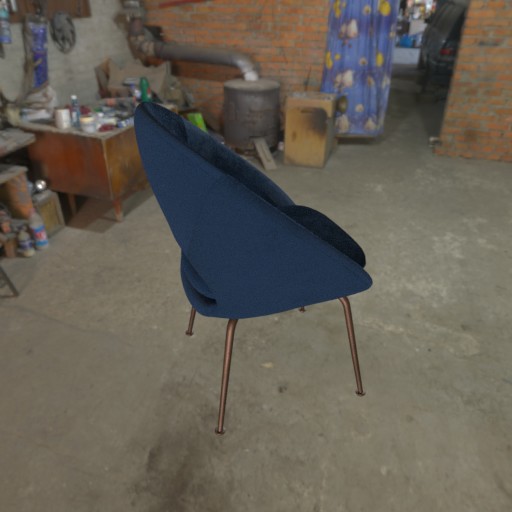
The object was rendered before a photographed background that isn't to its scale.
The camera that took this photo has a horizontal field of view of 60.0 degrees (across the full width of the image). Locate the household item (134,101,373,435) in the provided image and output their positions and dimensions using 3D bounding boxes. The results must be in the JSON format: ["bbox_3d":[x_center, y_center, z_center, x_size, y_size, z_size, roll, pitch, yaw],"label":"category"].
[{"bbox_3d":[0.000,0.000,1.264,0.573,0.852,0.623,-9,31,-16],"label":"household item"}]
